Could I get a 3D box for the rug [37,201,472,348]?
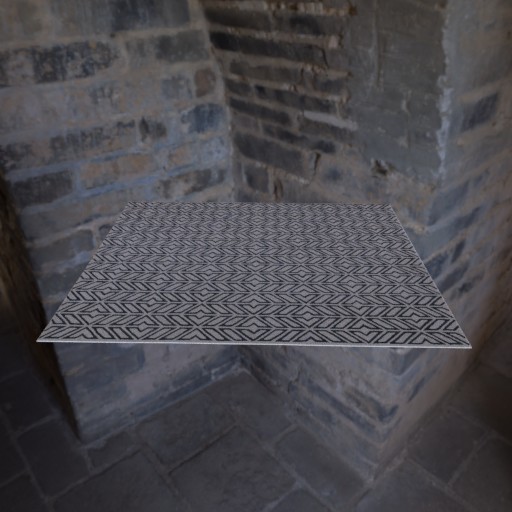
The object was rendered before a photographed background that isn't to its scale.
[{"bbox_3d":[0.000,0.000,4.136,3.045,0.008,2.421,1,31,1],"label":"rug"}]
